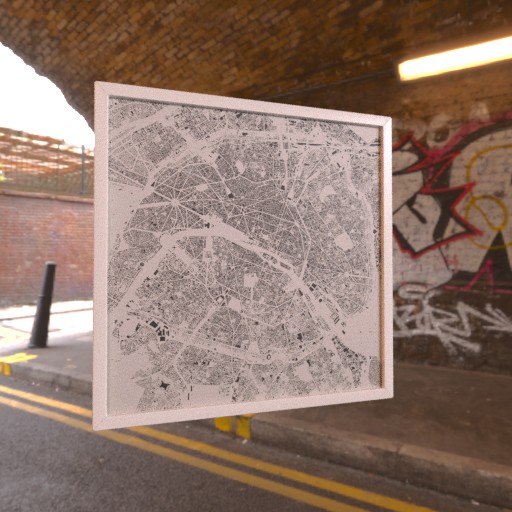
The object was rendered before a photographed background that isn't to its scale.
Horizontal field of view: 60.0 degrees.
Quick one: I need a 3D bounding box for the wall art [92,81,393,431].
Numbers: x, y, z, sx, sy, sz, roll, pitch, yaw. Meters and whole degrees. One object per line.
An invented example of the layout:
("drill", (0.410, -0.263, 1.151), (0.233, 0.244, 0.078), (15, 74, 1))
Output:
("wall art", (0.000, 0.000, 0.738), (0.508, 0.508, 0.038), (0, -1, -18))
